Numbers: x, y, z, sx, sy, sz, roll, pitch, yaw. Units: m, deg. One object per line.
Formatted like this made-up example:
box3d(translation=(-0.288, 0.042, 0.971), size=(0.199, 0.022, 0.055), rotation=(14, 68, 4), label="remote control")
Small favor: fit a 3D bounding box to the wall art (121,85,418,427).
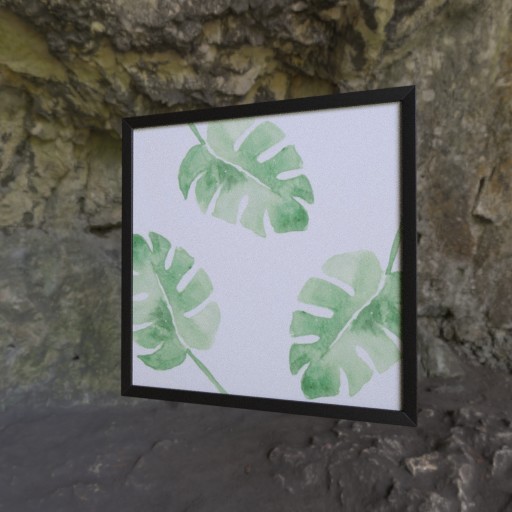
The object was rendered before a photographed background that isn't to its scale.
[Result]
box3d(translation=(0.000, 0.000, 1.122), size=(0.765, 0.765, 0.038), rotation=(0, -1, 17), label="wall art")
